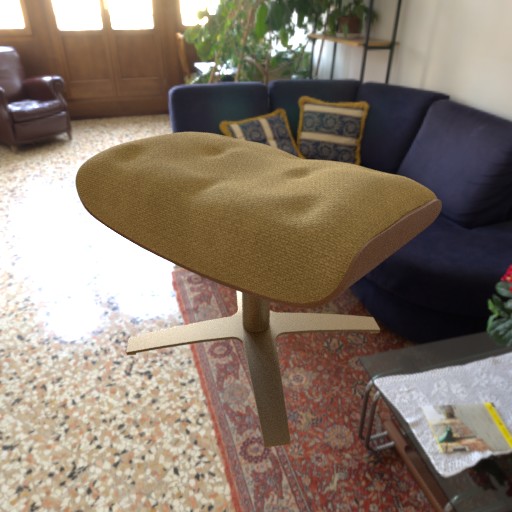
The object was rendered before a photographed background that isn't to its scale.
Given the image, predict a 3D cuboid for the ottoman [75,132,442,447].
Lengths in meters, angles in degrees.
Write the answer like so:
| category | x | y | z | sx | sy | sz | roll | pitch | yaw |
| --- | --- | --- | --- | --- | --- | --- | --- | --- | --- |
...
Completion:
| category | x | y | z | sx | sy | sz | roll | pitch | yaw |
| --- | --- | --- | --- | --- | --- | --- | --- | --- | --- |
| ottoman | 0.000 | 0.000 | 0.815 | 0.520 | 0.391 | 0.394 | 22 | 37 | 31 |
